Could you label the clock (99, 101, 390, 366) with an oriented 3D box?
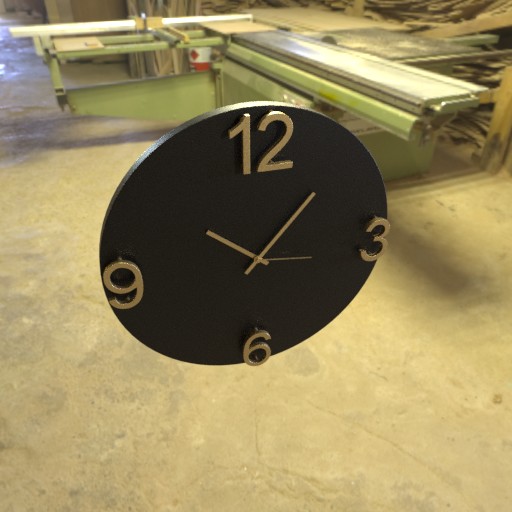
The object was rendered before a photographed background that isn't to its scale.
[{"bbox_3d":[0.000,0.000,0.681,0.454,0.454,0.038,-10,35,-15],"label":"clock"}]
